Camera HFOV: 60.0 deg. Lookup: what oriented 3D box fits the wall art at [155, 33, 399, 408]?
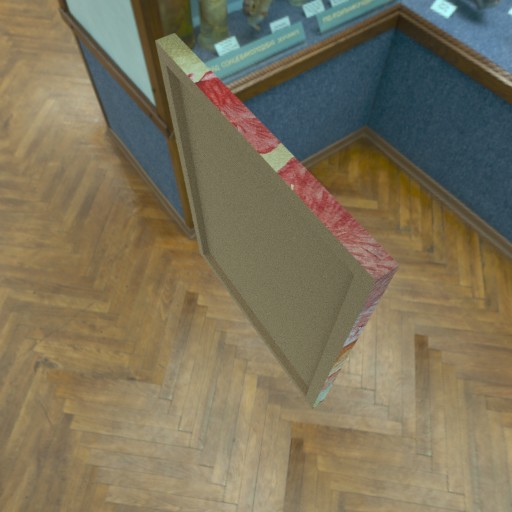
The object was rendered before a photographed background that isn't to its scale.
[{"bbox_3d":[0.000,0.000,0.686,0.028,0.508,0.406,-30,64,-17],"label":"wall art"}]
